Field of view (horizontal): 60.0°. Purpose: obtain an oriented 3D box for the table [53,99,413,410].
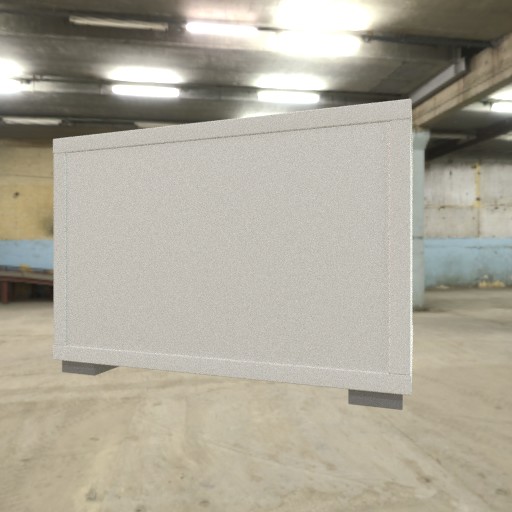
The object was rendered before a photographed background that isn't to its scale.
[{"bbox_3d":[0.000,0.000,0.777,0.517,0.357,0.399,0,0,20],"label":"table"}]
